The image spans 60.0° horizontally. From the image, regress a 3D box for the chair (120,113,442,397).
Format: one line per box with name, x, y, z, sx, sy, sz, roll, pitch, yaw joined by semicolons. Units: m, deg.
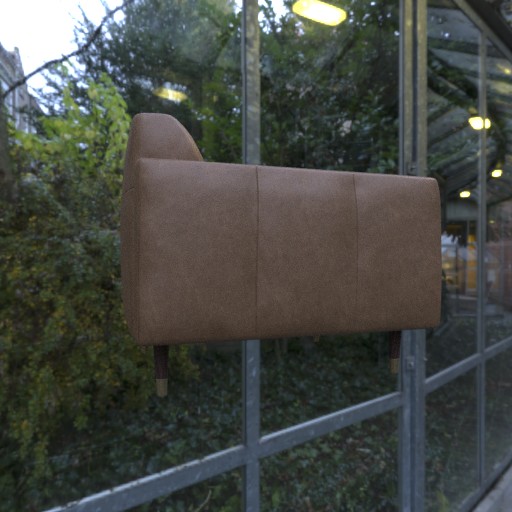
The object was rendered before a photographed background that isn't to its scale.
chair;0.000;0.000;1.707;0.998;0.819;0.953;0;0;-19
